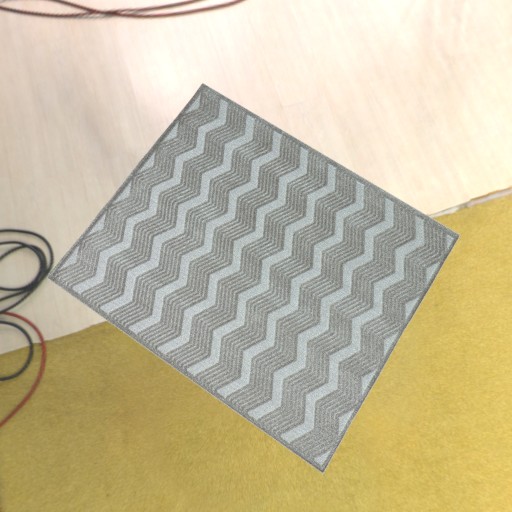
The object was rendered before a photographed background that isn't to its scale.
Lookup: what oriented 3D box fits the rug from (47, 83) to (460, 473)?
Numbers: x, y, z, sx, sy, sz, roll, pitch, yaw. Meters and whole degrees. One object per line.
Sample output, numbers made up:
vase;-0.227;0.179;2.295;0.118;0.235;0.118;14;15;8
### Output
rug;0.000;0.000;3.981;2.880;0.005;2.391;33;78;8
